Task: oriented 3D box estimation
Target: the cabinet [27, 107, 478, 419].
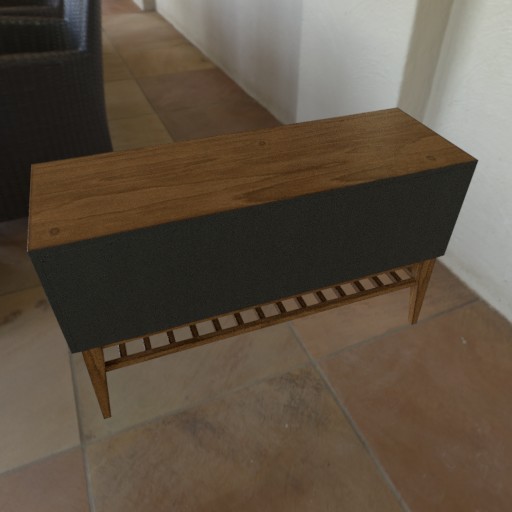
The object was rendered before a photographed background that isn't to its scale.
[{"bbox_3d":[0.000,0.000,1.692,1.363,0.802,0.477,-13,42,-15],"label":"cabinet"}]
